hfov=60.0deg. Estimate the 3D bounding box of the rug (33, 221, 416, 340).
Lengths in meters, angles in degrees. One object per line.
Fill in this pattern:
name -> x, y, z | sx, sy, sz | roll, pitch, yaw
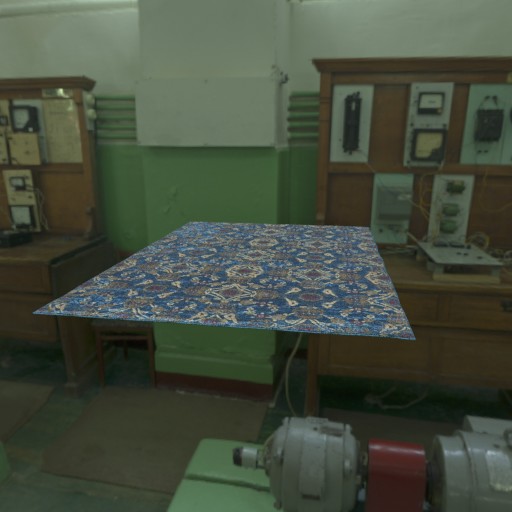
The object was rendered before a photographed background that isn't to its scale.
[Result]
rug -> 0.000, 0.000, 4.200 | 2.337, 0.013, 3.291 | 2, 15, 9
